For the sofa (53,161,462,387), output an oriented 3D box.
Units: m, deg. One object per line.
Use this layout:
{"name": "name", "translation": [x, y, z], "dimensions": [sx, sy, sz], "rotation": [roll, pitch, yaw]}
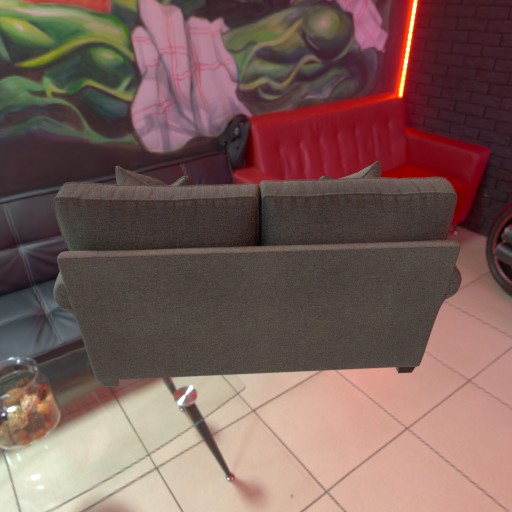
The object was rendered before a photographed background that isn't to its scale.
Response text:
{"name": "sofa", "translation": [0.000, 0.000, 2.217], "dimensions": [1.701, 0.966, 0.966], "rotation": [-2, 30, -3]}
